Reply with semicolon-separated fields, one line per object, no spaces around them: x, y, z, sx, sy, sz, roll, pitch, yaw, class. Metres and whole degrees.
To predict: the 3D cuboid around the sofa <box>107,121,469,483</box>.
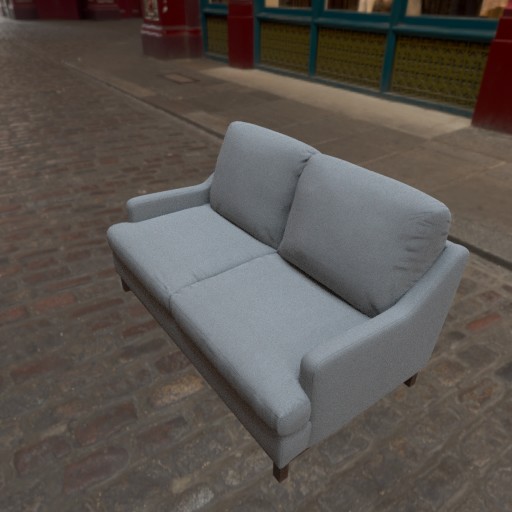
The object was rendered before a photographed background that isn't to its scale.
0.000;0.000;2.164;0.987;0.921;1.589;-21;38;-30;sofa
